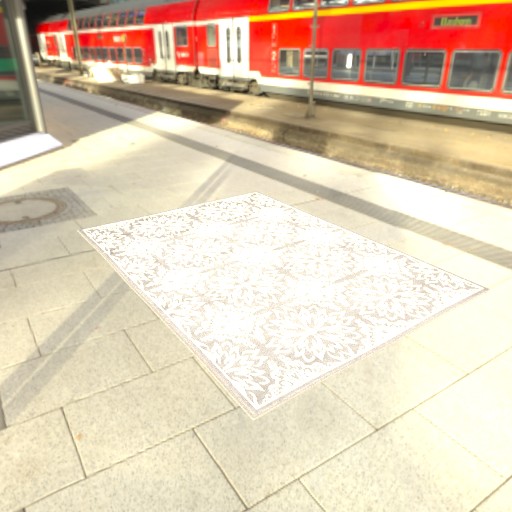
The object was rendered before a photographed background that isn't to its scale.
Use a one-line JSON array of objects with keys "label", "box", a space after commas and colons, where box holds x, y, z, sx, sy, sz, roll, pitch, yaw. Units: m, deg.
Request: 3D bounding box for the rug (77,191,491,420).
[{"label": "rug", "box": [0.000, 0.000, 2.830, 1.608, 0.014, 2.213, -17, 31, -32]}]
